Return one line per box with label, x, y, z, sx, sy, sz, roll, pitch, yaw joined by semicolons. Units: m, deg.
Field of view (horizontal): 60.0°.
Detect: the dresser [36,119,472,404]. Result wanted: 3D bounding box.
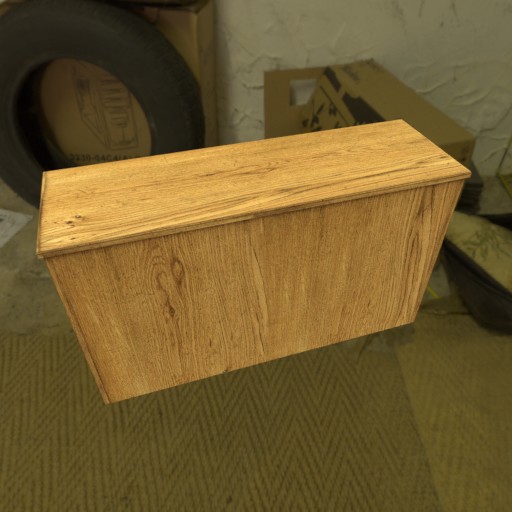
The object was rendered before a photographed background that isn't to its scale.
dresser;0.000;0.000;2.111;1.657;0.932;0.563;-12;43;-13
